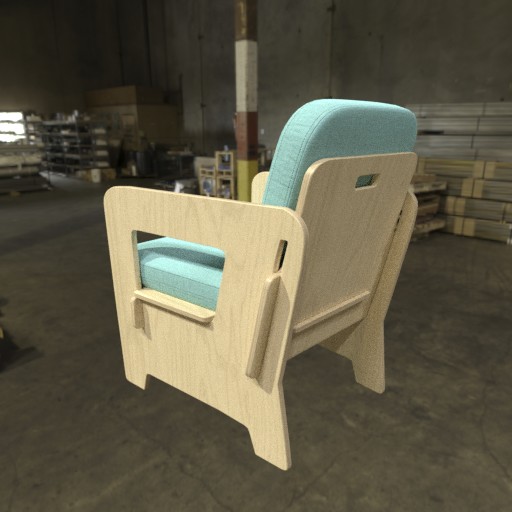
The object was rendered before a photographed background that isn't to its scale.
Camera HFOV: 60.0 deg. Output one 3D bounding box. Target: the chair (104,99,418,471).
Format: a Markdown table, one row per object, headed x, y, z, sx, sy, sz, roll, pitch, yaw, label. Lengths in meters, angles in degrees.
| x | y | z | sx | sy | sz | roll | pitch | yaw | label |
| --- | --- | --- | --- | --- | --- | --- | --- | --- | --- |
| 0.000 | 0.000 | 1.242 | 0.710 | 0.800 | 0.590 | 15 | 22 | 42 | chair |
